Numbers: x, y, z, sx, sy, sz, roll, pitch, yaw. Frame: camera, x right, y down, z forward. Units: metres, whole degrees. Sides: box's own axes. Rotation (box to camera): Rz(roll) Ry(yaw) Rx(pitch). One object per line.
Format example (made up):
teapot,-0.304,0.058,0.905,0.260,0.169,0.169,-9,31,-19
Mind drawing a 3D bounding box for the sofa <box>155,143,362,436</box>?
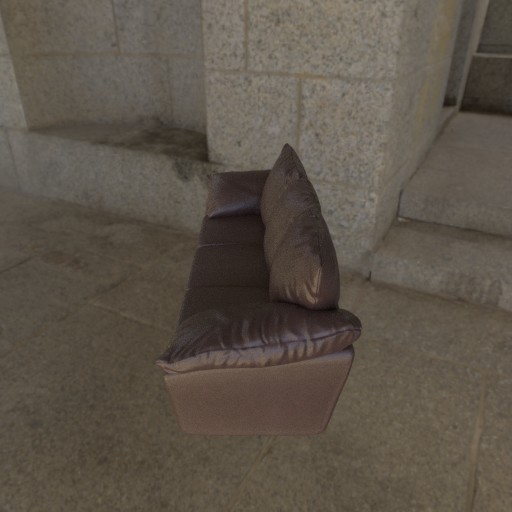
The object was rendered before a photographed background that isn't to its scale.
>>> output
sofa,0.000,0.000,2.944,0.907,1.091,2.390,0,28,0
